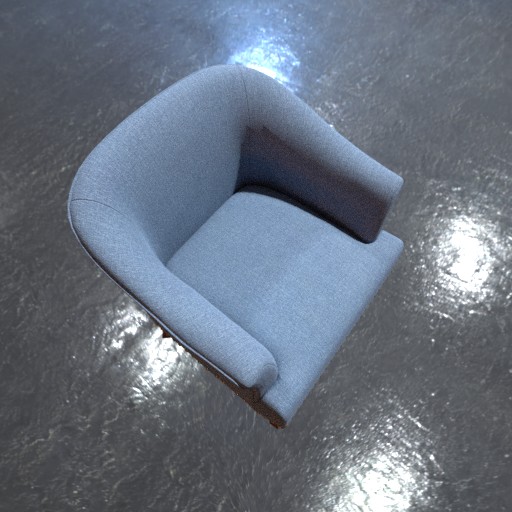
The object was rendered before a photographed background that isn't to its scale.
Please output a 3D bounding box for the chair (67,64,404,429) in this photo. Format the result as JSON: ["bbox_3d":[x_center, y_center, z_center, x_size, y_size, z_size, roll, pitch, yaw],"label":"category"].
[{"bbox_3d":[0.000,0.000,1.362,0.704,0.815,0.772,33,64,18],"label":"chair"}]
